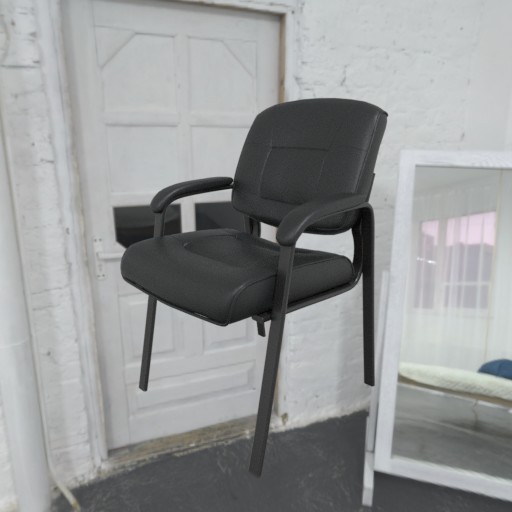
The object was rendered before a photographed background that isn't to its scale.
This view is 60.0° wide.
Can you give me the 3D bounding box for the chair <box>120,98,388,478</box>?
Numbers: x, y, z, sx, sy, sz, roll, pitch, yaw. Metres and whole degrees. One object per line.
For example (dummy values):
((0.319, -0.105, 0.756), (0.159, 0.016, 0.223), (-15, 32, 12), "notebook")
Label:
((0.000, 0.000, 1.326), (0.591, 0.910, 0.668), (16, 23, 42), "chair")
